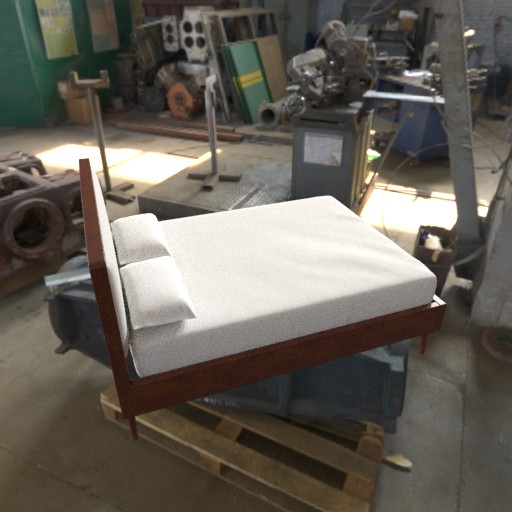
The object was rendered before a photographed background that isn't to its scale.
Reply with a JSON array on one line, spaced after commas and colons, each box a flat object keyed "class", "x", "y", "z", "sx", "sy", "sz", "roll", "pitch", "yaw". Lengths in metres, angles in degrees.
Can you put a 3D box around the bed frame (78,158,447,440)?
[{"class": "bed frame", "x": 0.000, "y": 0.000, "z": 3.233, "sx": 2.171, "sy": 1.279, "sz": 1.587, "roll": -11, "pitch": 32, "yaw": -18}]
